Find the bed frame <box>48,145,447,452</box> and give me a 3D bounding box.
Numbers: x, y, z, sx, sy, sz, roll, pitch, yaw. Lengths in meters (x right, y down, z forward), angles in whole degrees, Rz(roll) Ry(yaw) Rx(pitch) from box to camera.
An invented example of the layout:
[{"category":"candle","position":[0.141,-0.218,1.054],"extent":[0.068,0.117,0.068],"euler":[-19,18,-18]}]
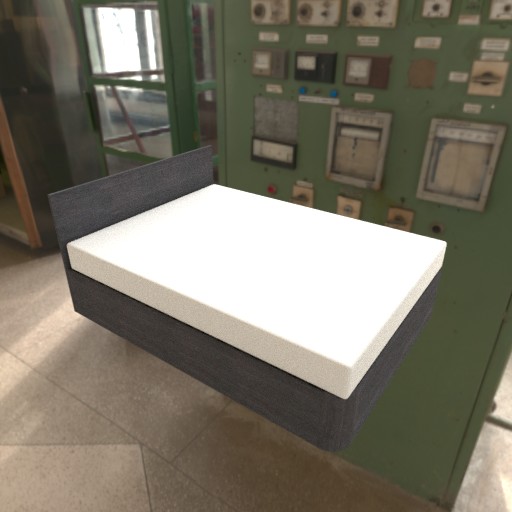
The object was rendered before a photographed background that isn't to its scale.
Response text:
[{"category":"bed frame","position":[0.000,0.000,2.707],"extent":[1.900,0.800,1.400],"euler":[19,33,31]}]
